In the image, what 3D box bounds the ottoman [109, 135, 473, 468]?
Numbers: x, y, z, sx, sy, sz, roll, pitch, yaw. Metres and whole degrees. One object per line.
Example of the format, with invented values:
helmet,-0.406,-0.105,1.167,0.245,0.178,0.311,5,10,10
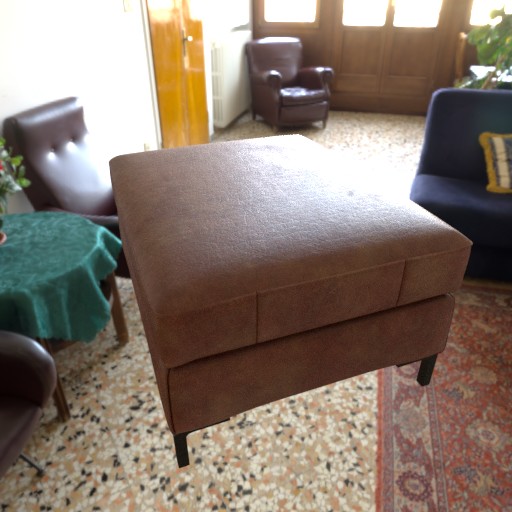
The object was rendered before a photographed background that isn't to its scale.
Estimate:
ottoman,0.000,0.000,1.767,0.965,0.667,1.186,-11,33,-18
